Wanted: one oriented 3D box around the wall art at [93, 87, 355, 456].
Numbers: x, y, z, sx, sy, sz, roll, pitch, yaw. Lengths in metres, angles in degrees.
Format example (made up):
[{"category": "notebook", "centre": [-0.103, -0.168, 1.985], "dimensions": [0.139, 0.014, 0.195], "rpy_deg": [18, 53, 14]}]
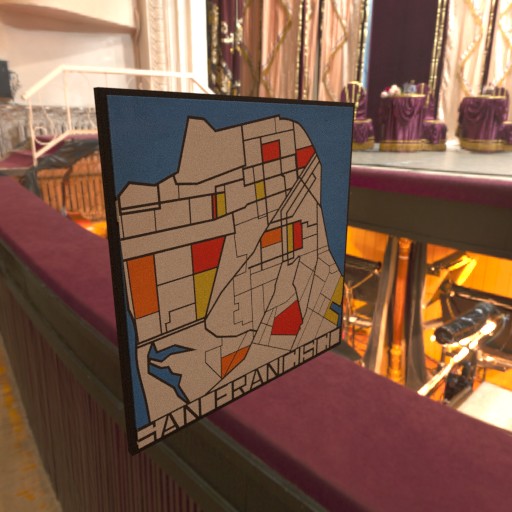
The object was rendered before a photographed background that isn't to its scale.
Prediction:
[{"category": "wall art", "centre": [0.000, 0.000, 0.676], "dimensions": [0.458, 0.457, 0.013], "rpy_deg": [-15, 22, -41]}]
